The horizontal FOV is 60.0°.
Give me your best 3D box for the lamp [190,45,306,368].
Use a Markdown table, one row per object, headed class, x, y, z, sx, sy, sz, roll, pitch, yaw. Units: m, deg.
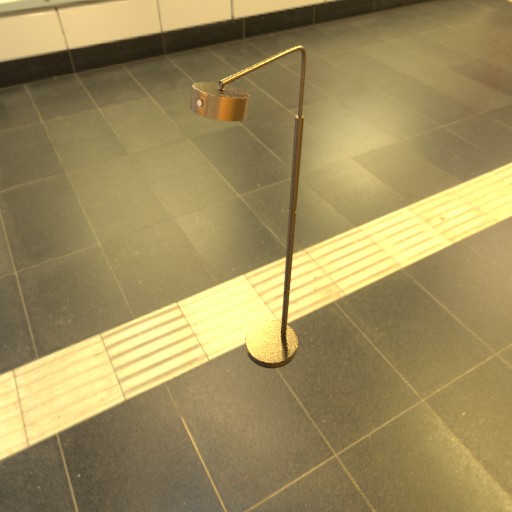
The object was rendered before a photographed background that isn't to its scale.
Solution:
| class | x | y | z | sx | sy | sz | roll | pitch | yaw |
| --- | --- | --- | --- | --- | --- | --- | --- | --- | --- |
| lamp | 0.000 | 0.000 | 1.403 | 0.219 | 1.230 | 0.418 | 31 | 53 | 28 |
